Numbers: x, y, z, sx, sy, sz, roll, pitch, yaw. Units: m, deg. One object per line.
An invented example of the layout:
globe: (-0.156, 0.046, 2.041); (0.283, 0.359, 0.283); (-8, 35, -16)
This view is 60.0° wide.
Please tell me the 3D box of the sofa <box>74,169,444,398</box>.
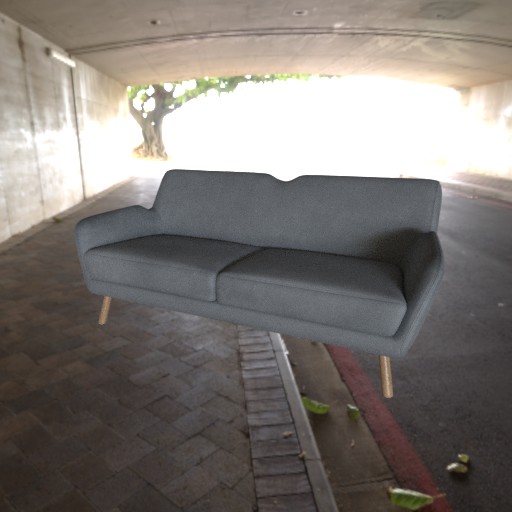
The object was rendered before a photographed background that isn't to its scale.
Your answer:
sofa: (0.000, 0.000, 2.338); (1.870, 0.810, 0.850); (8, 17, 26)
